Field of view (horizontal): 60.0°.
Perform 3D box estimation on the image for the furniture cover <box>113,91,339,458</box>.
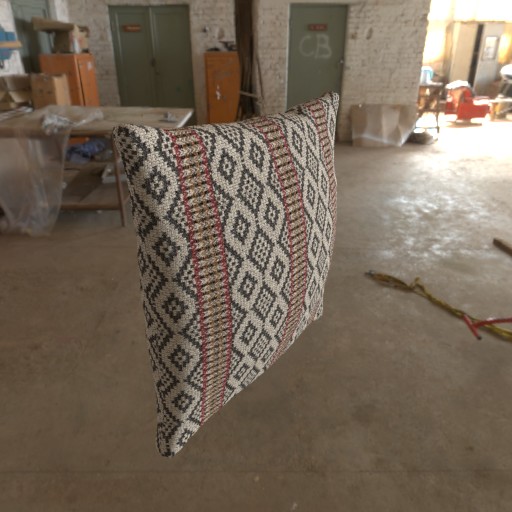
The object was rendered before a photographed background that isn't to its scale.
[{"bbox_3d":[0.000,0.000,0.765,0.182,0.506,0.503,18,31,32],"label":"furniture cover"}]
